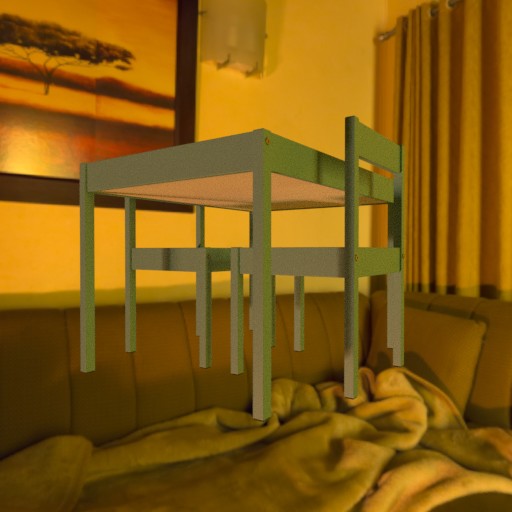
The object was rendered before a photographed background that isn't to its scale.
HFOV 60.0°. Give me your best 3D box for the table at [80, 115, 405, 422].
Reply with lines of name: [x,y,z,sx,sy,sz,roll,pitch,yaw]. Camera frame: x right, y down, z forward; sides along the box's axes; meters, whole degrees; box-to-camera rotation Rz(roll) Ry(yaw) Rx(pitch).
table: [0.000,0.000,1.080,0.633,0.503,0.639,1,1,36]
